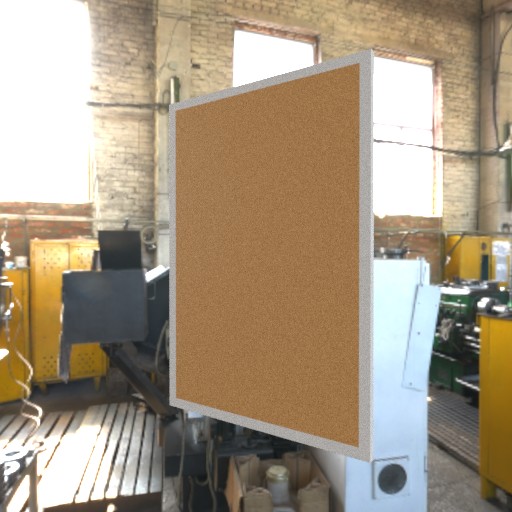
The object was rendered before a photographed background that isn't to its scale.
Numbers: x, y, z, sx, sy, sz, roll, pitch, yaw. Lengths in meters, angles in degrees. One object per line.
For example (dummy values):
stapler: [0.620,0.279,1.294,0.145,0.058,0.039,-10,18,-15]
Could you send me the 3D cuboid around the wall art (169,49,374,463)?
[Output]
wall art: [0.000,0.000,0.839,0.456,0.656,0.013,0,1,36]
